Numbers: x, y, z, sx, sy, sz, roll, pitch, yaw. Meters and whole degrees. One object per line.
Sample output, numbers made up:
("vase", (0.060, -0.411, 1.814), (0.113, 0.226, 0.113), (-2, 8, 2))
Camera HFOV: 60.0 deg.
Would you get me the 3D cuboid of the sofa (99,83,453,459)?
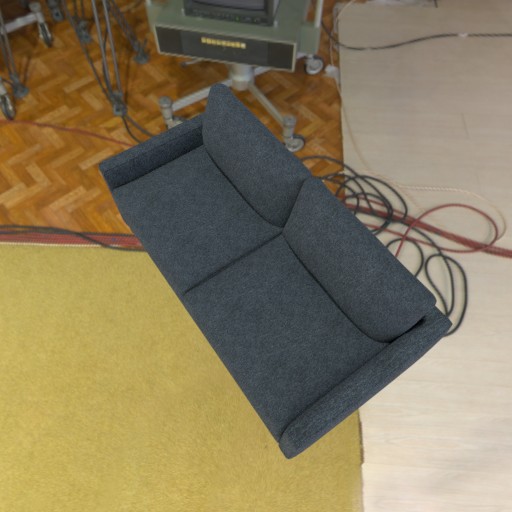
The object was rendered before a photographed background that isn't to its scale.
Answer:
("sofa", (0.000, 0.000, 2.249), (0.866, 0.862, 1.716), (-32, 65, -17))
